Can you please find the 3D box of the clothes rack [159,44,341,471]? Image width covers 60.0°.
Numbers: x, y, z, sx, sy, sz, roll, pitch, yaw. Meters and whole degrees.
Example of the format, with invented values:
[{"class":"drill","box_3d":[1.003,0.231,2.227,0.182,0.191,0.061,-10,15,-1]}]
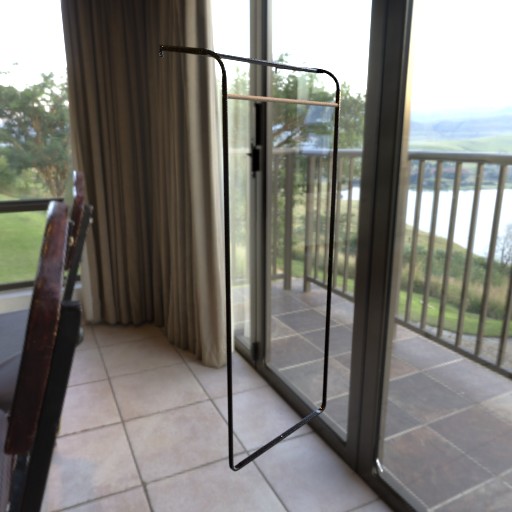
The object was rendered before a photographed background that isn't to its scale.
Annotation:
[{"class":"clothes rack","box_3d":[0.000,0.000,1.835,0.609,1.574,0.349,-14,21,-43]}]
